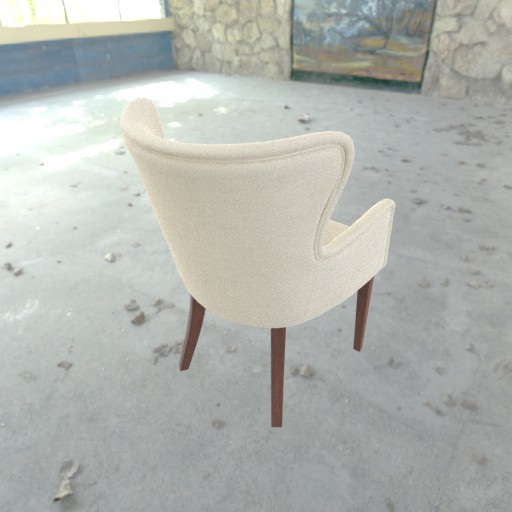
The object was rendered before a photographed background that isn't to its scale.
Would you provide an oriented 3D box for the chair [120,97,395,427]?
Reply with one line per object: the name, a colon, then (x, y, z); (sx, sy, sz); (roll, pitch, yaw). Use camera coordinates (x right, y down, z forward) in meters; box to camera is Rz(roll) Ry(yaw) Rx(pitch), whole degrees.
chair: (0.000, 0.000, 1.477); (0.696, 0.990, 0.744); (21, 37, 31)
